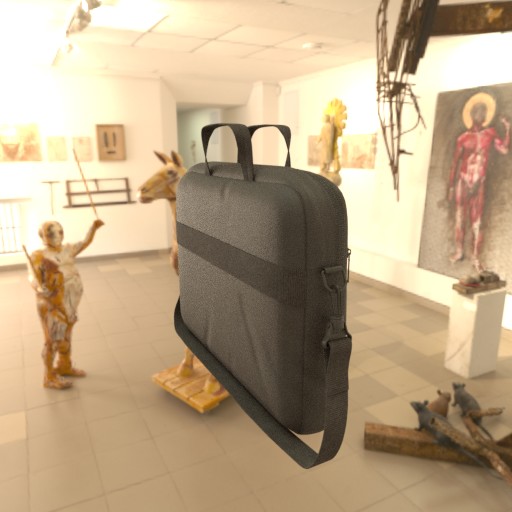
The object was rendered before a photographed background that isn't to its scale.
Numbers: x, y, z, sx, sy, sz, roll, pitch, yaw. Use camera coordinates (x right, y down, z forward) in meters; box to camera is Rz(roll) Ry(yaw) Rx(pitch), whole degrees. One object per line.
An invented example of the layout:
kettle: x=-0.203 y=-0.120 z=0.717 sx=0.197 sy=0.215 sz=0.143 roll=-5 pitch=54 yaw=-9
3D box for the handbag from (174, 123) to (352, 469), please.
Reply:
handbag: x=0.000 y=0.000 z=0.428 sx=0.089 sy=0.244 sz=0.320 roll=-7 pitch=16 yaw=-27
